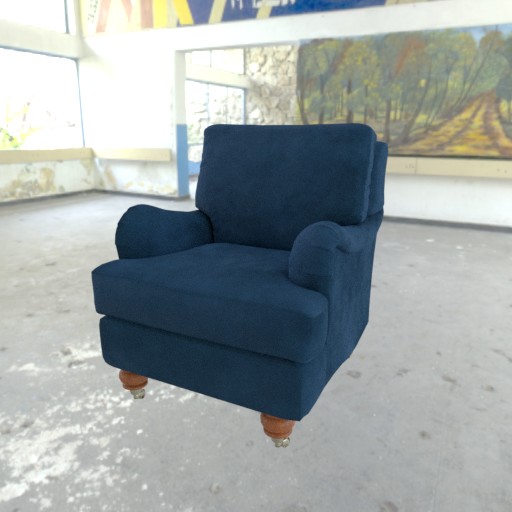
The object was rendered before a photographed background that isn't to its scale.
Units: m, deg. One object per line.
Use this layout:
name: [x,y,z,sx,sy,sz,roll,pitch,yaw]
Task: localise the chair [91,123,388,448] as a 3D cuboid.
chair: [0.000,0.000,1.868,0.895,1.076,1.078,8,18,26]
